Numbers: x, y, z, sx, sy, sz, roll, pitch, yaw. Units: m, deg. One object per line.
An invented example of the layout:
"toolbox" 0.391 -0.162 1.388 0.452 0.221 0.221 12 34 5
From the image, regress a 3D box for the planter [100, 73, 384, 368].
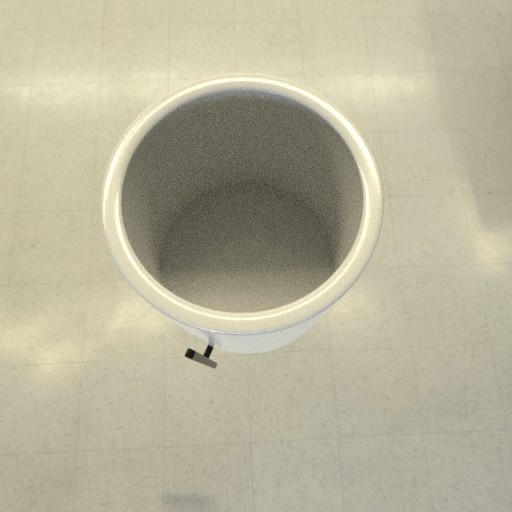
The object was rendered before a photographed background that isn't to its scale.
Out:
"planter" 0.000 0.000 0.509 0.239 0.356 0.239 0 74 0
